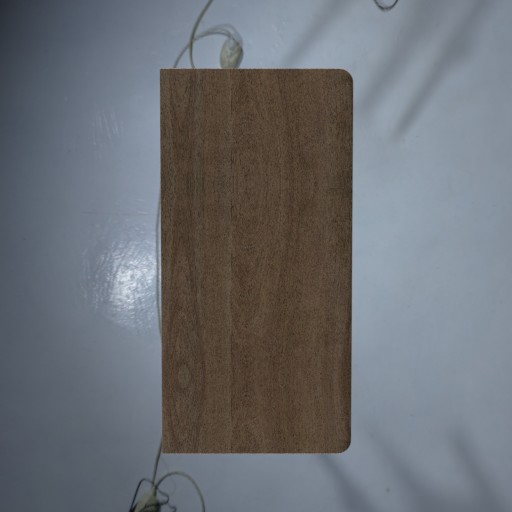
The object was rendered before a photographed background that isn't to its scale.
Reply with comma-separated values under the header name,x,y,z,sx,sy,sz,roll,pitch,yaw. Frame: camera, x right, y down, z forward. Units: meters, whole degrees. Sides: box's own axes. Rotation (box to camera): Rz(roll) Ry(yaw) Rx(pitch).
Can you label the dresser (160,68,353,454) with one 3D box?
name,x,y,z,sx,sy,sz,roll,pitch,yaw
dresser,0.000,0.000,1.776,0.484,1.318,0.973,0,92,0
